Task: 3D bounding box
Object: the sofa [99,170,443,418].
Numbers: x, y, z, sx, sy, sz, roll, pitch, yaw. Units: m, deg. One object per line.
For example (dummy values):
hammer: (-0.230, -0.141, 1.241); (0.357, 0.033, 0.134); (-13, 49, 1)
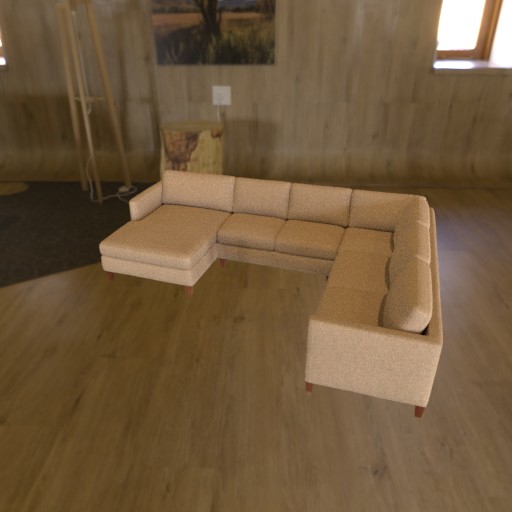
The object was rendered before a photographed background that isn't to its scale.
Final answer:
sofa: (0.000, 0.000, 4.499); (3.403, 0.889, 2.551); (9, 30, 16)
